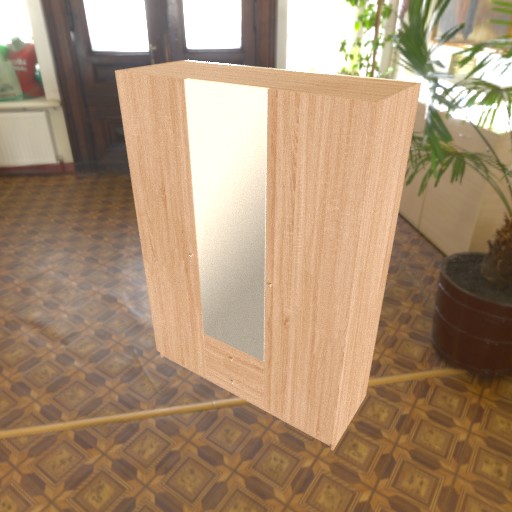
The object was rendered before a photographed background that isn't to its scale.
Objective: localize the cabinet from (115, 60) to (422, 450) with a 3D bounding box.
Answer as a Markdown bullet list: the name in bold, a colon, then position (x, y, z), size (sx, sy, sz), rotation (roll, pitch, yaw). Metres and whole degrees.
- **cabinet**: position (0.000, 0.000, 2.790), size (1.500, 2.120, 0.590), rotation (19, 35, 29)
